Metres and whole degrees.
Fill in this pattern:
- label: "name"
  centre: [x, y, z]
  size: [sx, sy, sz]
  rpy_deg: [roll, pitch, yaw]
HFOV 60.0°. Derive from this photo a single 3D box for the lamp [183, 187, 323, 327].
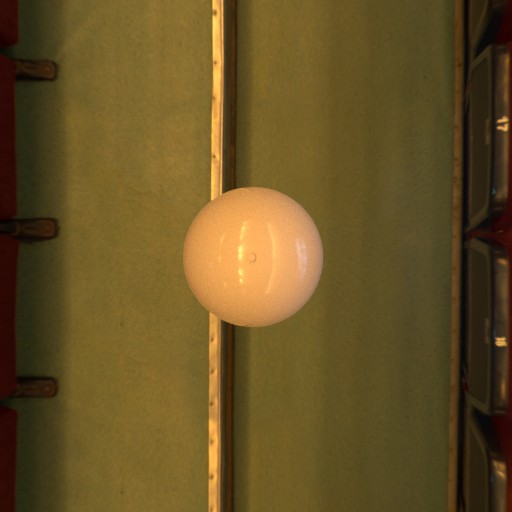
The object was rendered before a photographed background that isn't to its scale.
- label: "lamp"
  centre: [0.000, 0.000, 1.615]
  size: [0.328, 1.480, 0.328]
  rpy_deg: [0, 90, 1]
